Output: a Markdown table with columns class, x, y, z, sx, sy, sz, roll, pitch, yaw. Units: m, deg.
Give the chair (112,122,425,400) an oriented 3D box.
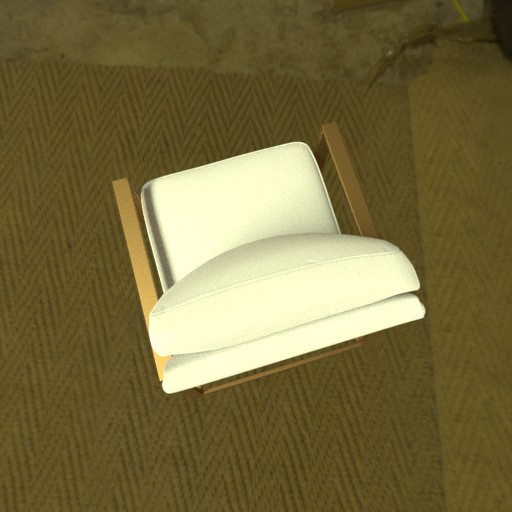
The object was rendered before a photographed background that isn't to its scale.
| class | x | y | z | sx | sy | sz | roll | pitch | yaw |
| --- | --- | --- | --- | --- | --- | --- | --- | --- | --- |
| chair | 0.000 | 0.000 | 1.545 | 0.805 | 0.966 | 0.813 | -16 | 75 | -4 |
